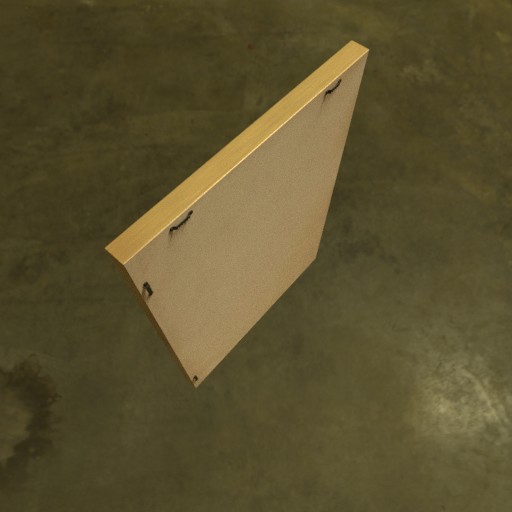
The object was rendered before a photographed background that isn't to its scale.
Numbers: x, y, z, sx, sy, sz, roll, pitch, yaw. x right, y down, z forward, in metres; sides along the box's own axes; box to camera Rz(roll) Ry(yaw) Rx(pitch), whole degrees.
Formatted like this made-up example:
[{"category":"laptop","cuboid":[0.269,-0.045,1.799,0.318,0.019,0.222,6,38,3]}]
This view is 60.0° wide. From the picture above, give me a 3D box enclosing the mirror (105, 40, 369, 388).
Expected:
[{"category":"mirror","cuboid":[0.000,0.000,0.928,0.039,0.710,0.507,38,68,18]}]
